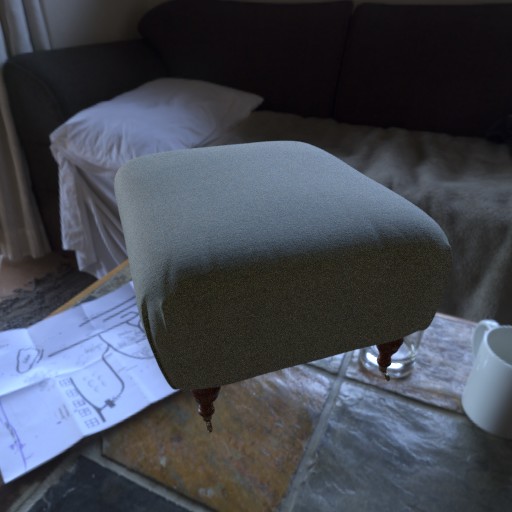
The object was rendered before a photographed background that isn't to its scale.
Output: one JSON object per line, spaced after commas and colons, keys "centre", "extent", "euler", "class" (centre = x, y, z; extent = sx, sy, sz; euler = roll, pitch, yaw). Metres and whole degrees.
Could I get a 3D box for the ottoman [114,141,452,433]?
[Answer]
{"centre": [0.000, 0.000, 1.126], "extent": [0.622, 0.450, 0.747], "euler": [-10, 32, -17], "class": "ottoman"}
